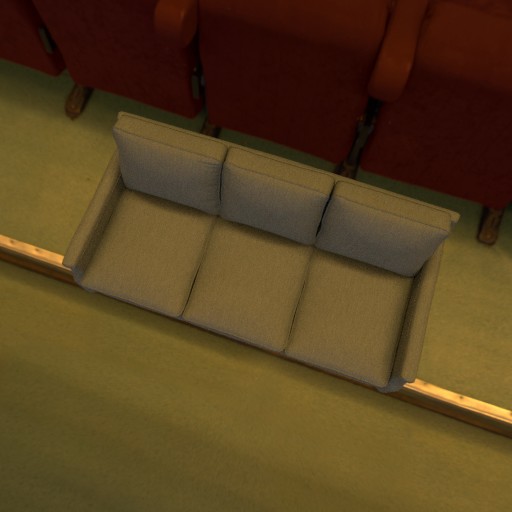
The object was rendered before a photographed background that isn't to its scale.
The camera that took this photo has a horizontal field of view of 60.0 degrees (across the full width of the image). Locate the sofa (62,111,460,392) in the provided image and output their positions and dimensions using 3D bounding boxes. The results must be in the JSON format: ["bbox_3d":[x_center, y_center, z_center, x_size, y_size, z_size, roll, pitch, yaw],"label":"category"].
[{"bbox_3d":[0.000,0.000,2.877,2.246,1.003,1.084,18,75,5],"label":"sofa"}]
